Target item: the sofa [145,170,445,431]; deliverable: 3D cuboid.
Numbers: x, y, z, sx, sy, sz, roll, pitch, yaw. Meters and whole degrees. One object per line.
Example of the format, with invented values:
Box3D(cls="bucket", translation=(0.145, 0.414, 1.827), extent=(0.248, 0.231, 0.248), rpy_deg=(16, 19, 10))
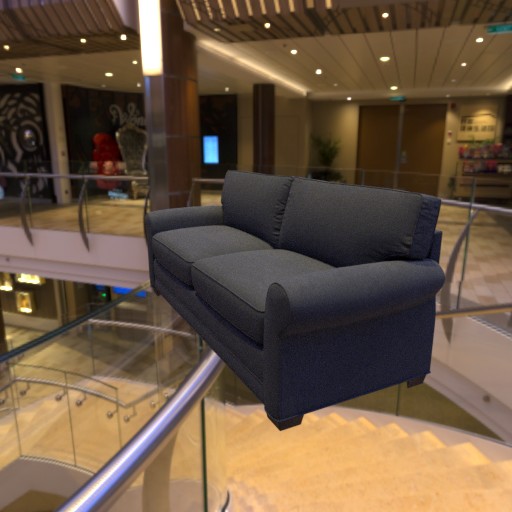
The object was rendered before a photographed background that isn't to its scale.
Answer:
Box3D(cls="sofa", translation=(0.000, 0.000, 2.951), extent=(0.954, 1.026, 2.391), rpy_deg=(-7, 16, -26))
